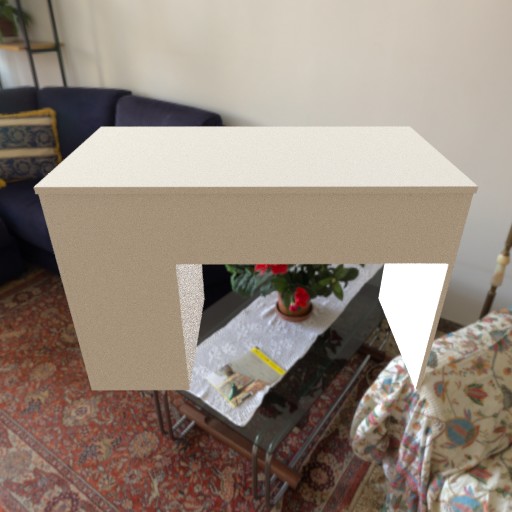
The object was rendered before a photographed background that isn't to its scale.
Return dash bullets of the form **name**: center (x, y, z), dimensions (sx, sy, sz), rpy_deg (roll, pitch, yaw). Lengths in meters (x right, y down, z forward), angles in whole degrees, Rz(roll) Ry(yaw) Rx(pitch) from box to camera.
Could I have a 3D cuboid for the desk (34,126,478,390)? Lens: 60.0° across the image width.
- **desk**: center (0.000, 0.000, 1.522), dimensions (1.097, 0.735, 0.560), rpy_deg (0, 31, 0)
